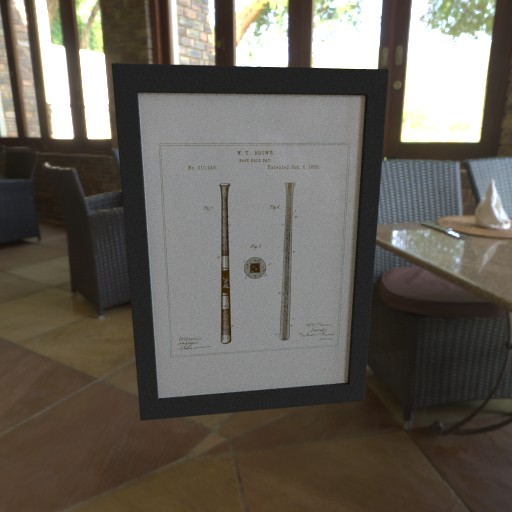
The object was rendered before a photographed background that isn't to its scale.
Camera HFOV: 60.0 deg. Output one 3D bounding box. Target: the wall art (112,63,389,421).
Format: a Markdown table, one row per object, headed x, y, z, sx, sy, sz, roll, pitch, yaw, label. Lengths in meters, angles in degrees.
| x | y | z | sx | sy | sz | roll | pitch | yaw | label |
| --- | --- | --- | --- | --- | --- | --- | --- | --- | --- |
| 0.000 | 0.000 | 0.668 | 0.374 | 0.529 | 0.012 | -2 | 16 | -8 | wall art |
